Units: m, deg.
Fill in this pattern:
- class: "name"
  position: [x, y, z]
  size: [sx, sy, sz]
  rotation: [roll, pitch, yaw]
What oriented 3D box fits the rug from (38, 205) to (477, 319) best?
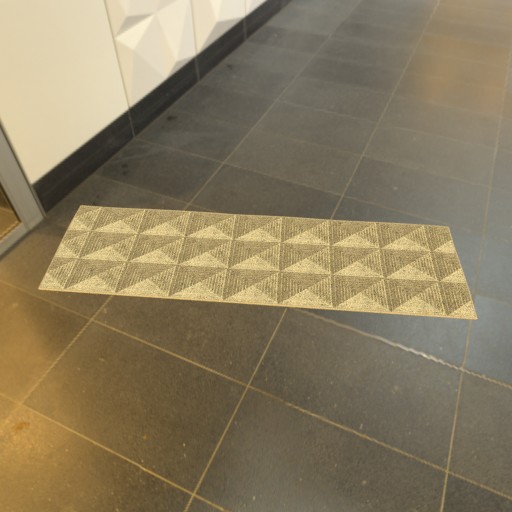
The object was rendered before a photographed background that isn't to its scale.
- class: "rug"
  position: [0.000, 0.000, 2.397]
  size: [2.182, 0.015, 0.645]
  rotation: [4, 48, 3]
